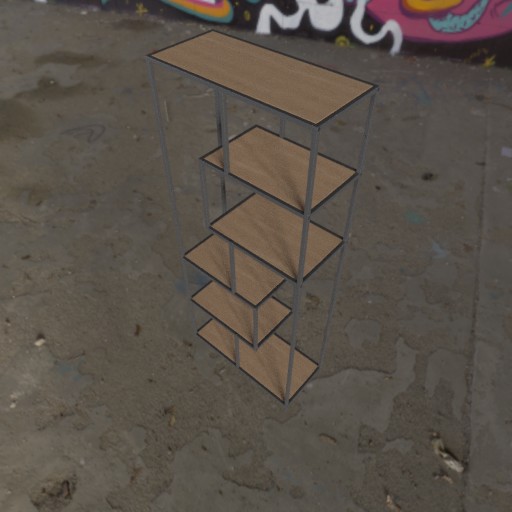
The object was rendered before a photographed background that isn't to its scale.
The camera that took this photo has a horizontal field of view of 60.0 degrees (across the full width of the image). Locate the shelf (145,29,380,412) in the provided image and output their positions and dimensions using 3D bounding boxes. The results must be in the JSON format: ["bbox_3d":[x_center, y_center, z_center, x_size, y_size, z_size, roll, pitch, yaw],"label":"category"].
[{"bbox_3d":[0.000,0.000,2.193,0.770,1.850,0.350,32,54,27],"label":"shelf"}]
